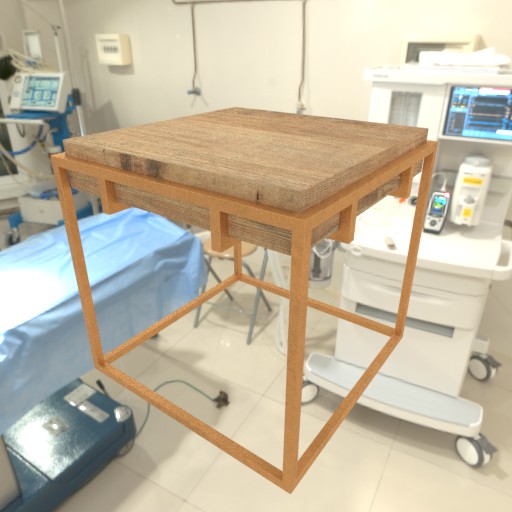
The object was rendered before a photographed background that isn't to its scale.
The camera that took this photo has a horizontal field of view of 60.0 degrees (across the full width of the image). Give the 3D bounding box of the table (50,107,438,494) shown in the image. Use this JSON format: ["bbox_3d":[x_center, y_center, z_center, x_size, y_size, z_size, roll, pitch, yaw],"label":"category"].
[{"bbox_3d":[0.000,0.000,1.077,0.599,0.584,0.599,18,32,32],"label":"table"}]
